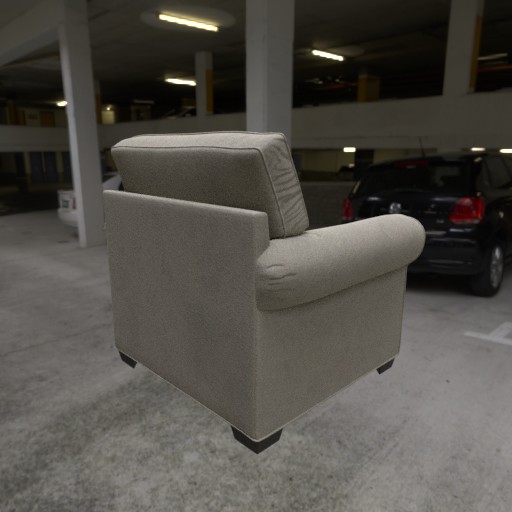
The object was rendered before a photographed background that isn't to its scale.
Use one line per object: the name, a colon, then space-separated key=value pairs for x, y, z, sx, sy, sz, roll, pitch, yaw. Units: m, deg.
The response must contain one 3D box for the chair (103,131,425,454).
chair: x=0.000 y=0.000 z=1.969 sx=0.939 sy=1.044 sz=1.147 roll=-13 pitch=19 yaw=-42
